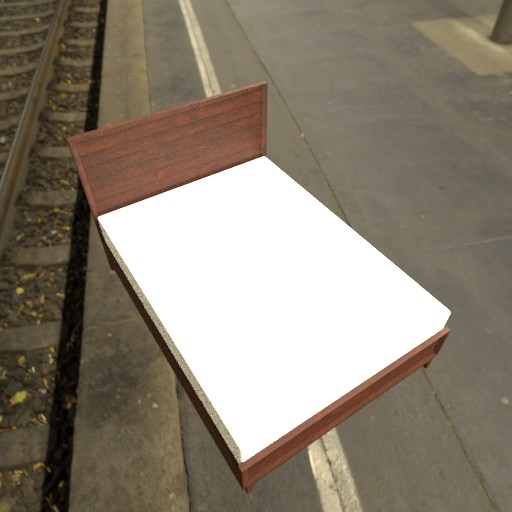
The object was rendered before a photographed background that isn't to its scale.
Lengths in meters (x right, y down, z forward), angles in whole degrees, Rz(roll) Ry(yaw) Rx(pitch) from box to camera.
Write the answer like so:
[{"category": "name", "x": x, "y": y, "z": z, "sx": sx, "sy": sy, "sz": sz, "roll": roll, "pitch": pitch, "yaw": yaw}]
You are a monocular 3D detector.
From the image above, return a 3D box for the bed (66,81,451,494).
[{"category": "bed", "x": 0.000, "y": 0.000, "z": 3.073, "sx": 1.600, "sy": 1.270, "sz": 2.184, "roll": -25, "pitch": 51, "yaw": -23}]
